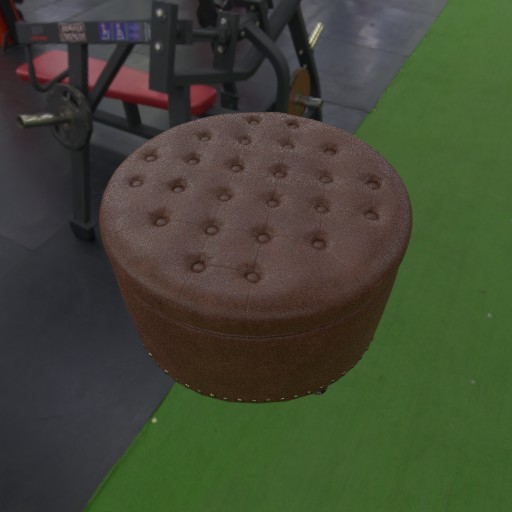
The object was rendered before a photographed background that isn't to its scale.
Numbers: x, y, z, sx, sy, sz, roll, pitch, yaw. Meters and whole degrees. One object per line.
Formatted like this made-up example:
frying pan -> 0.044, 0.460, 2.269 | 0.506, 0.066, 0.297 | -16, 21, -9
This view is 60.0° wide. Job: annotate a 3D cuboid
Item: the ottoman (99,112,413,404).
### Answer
ottoman -> 0.000, 0.000, 1.059 | 0.637, 0.442, 0.637 | 0, 47, 0
